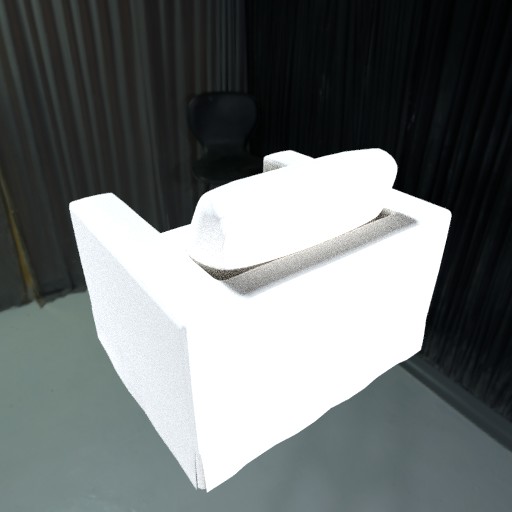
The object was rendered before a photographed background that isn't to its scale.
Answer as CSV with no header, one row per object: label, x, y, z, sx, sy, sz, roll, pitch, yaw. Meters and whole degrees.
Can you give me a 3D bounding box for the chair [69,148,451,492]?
chair,0.000,0.000,1.761,1.150,0.878,0.957,-21,36,-31
